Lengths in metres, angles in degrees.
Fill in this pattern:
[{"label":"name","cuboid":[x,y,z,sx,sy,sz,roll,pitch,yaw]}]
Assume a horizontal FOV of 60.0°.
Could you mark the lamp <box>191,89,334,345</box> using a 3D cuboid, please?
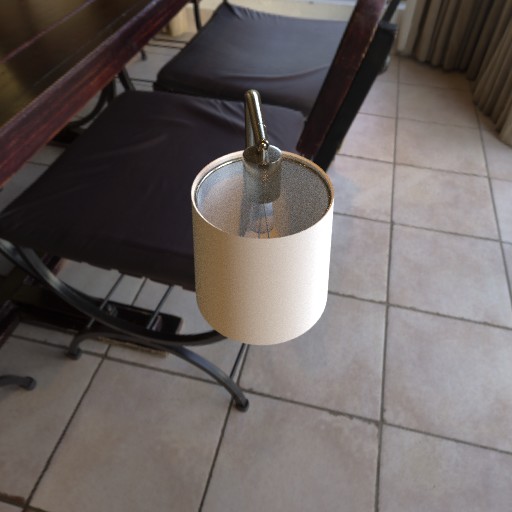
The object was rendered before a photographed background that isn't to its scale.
[{"label":"lamp","cuboid":[0.000,0.000,0.654,0.171,0.489,0.333,-4,48,-3]}]
